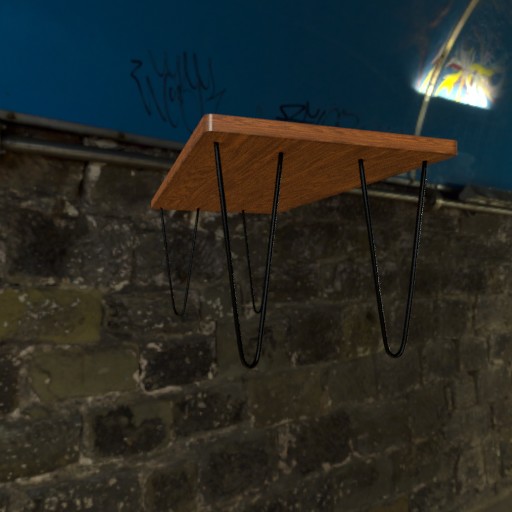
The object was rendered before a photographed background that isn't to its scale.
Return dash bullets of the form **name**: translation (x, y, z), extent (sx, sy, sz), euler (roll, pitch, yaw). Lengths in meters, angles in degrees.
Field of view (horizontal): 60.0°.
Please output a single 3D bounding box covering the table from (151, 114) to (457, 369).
- **table**: translation (0.000, 0.000, 2.216), extent (0.883, 0.753, 1.791), euler (0, -1, -18)
